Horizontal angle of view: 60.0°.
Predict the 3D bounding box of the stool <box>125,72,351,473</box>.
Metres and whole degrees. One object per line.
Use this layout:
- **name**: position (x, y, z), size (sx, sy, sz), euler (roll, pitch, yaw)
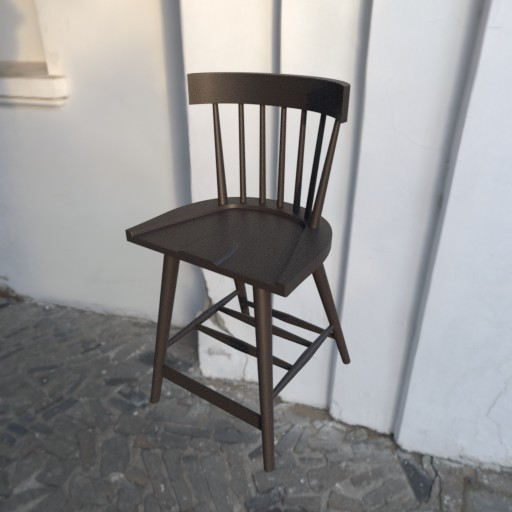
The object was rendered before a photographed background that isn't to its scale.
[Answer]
- **stool**: position (0.000, 0.000, 1.283), size (0.494, 0.953, 0.549), euler (18, 33, 30)
